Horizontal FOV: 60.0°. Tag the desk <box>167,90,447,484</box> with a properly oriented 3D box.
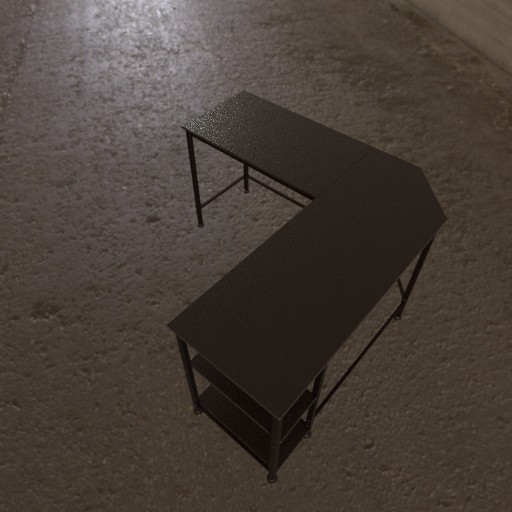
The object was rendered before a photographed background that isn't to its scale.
[{"bbox_3d":[0.000,0.000,2.228,1.379,0.739,1.379,33,56,26],"label":"desk"}]
